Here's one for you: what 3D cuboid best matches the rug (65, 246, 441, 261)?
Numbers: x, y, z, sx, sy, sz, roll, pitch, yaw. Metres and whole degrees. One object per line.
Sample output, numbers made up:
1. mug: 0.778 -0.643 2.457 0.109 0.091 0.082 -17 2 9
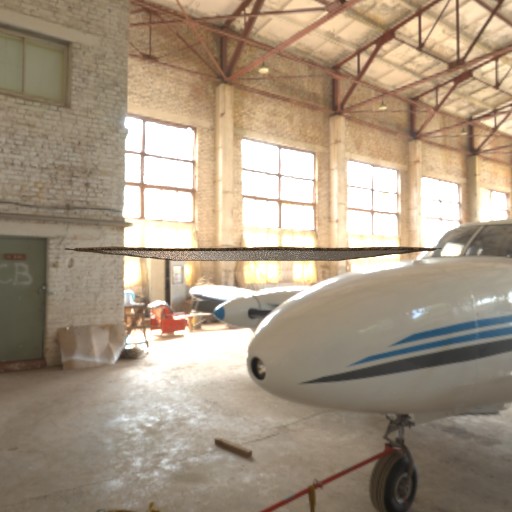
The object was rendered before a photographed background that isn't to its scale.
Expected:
1. rug: 0.000 0.000 2.986 1.529 0.027 2.434 0 -2 1
